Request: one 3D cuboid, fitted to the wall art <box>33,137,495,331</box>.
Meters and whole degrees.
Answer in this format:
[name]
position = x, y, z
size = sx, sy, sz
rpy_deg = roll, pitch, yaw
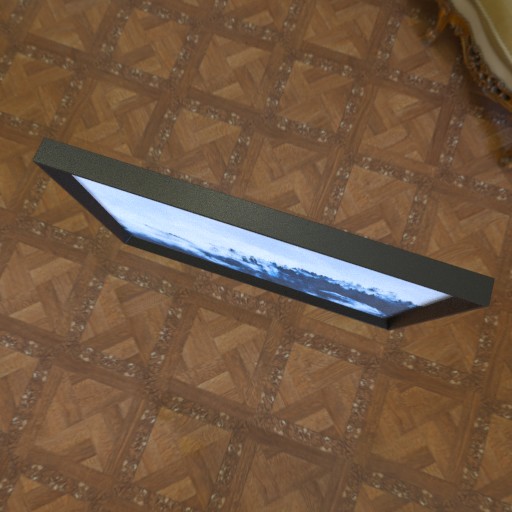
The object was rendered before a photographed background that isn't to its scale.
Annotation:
[wall art]
position = 0.000, 0.000, 1.182
size = 0.939, 0.640, 0.058
rpy_deg = 18, 77, 4
